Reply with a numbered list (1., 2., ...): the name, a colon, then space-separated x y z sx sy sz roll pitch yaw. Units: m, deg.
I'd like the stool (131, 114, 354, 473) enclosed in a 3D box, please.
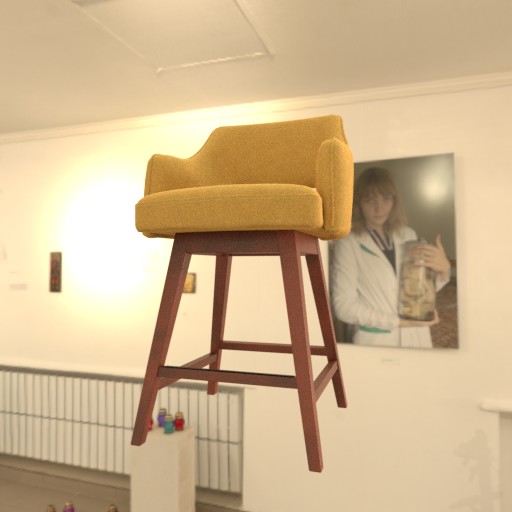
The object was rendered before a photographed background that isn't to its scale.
1. stool: 0.000 0.000 1.264 0.548 0.924 0.558 0 -1 18
